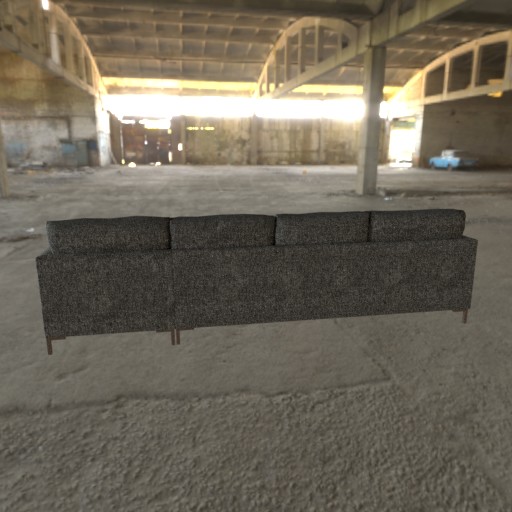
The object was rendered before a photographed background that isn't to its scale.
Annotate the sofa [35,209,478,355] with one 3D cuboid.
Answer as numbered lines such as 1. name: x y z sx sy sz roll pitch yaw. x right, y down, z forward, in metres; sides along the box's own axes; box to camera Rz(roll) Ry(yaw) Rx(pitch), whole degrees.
1. sofa: 0.000 0.000 4.050 3.384 0.970 1.488 -2 14 -10
